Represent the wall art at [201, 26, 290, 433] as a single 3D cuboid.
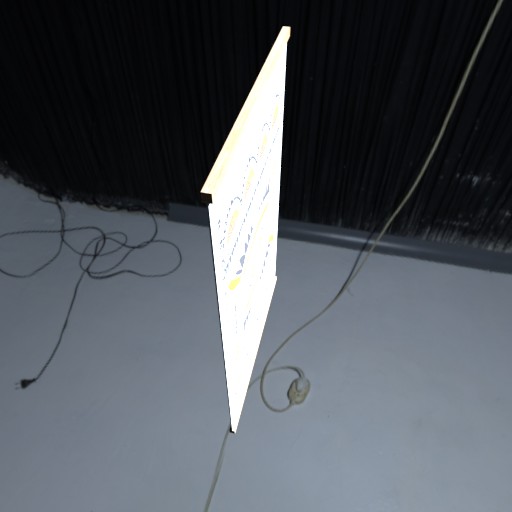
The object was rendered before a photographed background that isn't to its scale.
[{"bbox_3d":[0.000,0.000,1.936,0.028,1.533,0.999,10,49,9],"label":"wall art"}]
